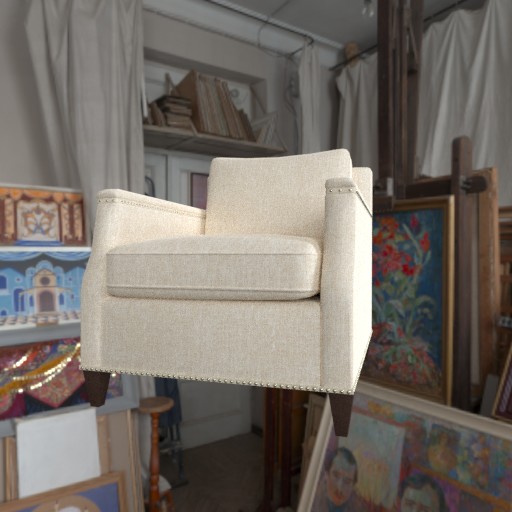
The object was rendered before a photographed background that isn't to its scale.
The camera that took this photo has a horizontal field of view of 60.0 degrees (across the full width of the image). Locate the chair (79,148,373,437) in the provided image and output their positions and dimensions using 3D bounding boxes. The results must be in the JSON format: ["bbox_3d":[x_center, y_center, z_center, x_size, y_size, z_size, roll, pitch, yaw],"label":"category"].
[{"bbox_3d":[0.000,0.000,1.725,0.838,0.940,1.041,0,0,17],"label":"chair"}]
